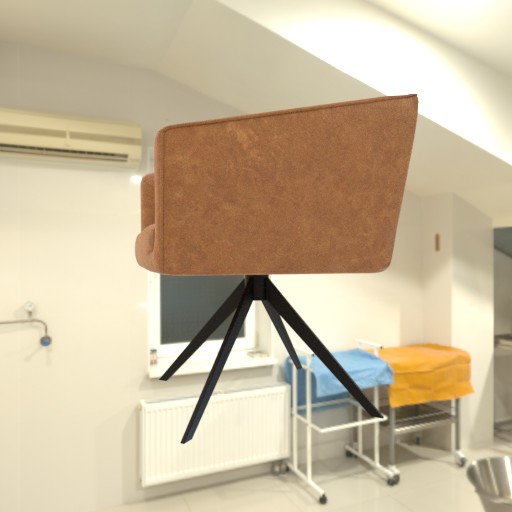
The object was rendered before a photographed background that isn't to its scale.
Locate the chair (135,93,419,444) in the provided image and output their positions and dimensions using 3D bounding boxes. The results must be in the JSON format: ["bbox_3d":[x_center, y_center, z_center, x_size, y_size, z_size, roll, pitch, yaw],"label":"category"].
[{"bbox_3d":[0.000,0.000,1.201,0.625,0.760,0.588,0,0,-18],"label":"chair"}]
